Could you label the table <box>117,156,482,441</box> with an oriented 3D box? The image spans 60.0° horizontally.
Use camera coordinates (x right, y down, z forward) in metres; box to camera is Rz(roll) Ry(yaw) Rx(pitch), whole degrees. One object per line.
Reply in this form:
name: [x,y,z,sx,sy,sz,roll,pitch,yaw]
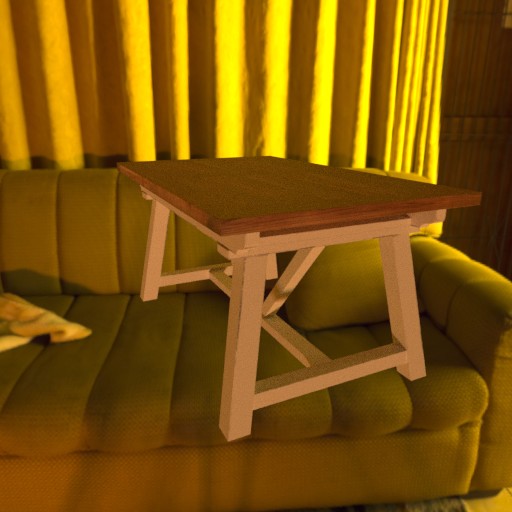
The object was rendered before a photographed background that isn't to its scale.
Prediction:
table: [0.000,0.000,2.022,0.922,0.743,1.503,-8,20,-25]
